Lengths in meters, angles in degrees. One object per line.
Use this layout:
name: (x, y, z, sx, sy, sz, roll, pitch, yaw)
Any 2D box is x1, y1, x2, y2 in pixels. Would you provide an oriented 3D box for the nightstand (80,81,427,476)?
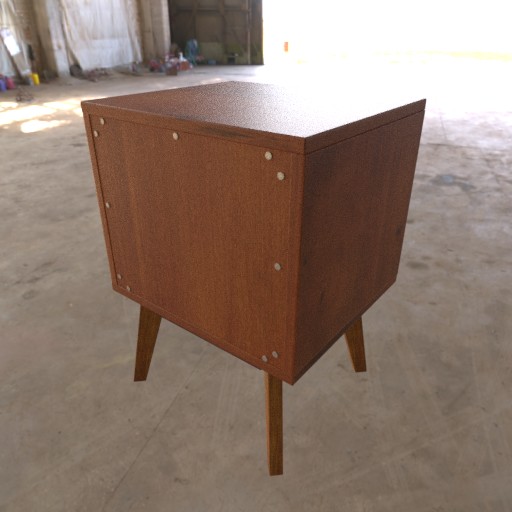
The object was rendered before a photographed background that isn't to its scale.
nightstand: (0.000, 0.000, 0.920, 0.460, 0.618, 0.411, 20, 33, 33)
